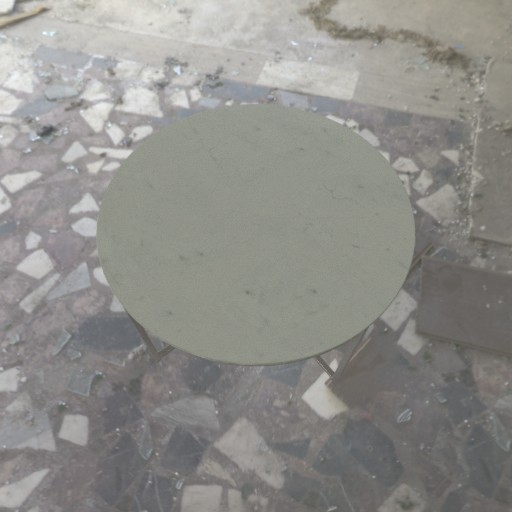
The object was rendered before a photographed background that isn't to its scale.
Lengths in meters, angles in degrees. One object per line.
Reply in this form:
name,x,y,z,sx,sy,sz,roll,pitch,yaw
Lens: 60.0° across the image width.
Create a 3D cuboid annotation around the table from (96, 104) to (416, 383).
table,0.000,0.000,1.321,0.800,0.450,0.800,0,59,0
